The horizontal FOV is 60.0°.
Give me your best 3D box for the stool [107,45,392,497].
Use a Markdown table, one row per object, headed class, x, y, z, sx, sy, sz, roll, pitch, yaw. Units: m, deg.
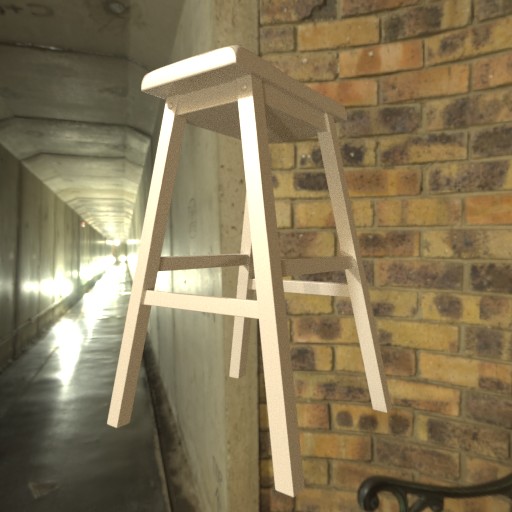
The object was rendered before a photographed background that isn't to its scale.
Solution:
| class | x | y | z | sx | sy | sz | roll | pitch | yaw |
| --- | --- | --- | --- | --- | --- | --- | --- | --- | --- |
| stool | 0.000 | 0.000 | 1.005 | 0.476 | 0.737 | 0.457 | 1 | 2 | 36 |
